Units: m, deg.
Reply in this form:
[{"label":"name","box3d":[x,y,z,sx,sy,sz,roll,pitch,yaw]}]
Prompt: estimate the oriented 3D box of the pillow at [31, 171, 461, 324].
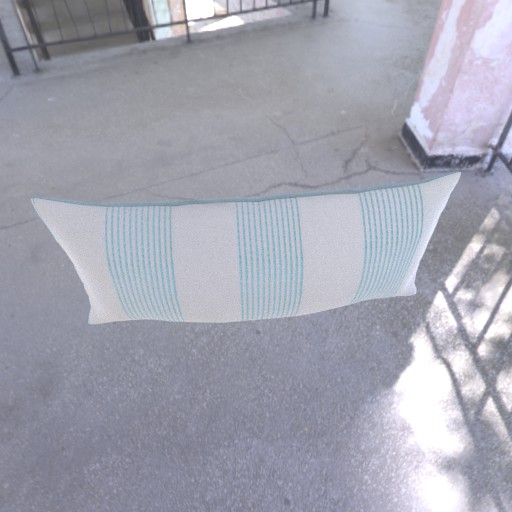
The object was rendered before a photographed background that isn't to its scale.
[{"label":"pillow","box3d":[0.000,0.000,0.719,0.610,0.287,0.151,-4,47,-4]}]
